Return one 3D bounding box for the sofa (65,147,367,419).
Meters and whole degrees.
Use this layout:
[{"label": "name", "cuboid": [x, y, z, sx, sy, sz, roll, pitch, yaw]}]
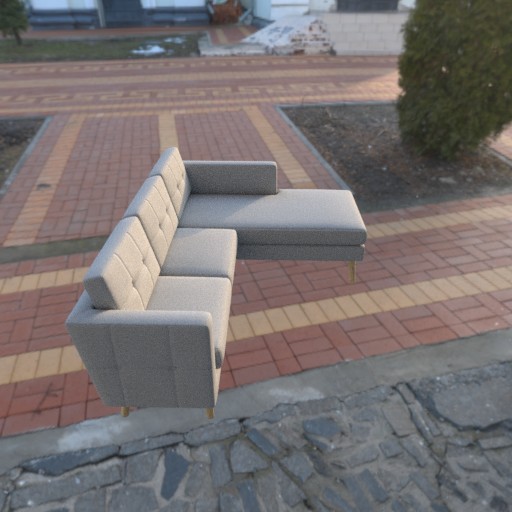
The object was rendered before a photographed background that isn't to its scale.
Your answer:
[{"label": "sofa", "cuboid": [0.000, 0.000, 2.799, 1.530, 0.860, 2.040, 1, 31, 1]}]
